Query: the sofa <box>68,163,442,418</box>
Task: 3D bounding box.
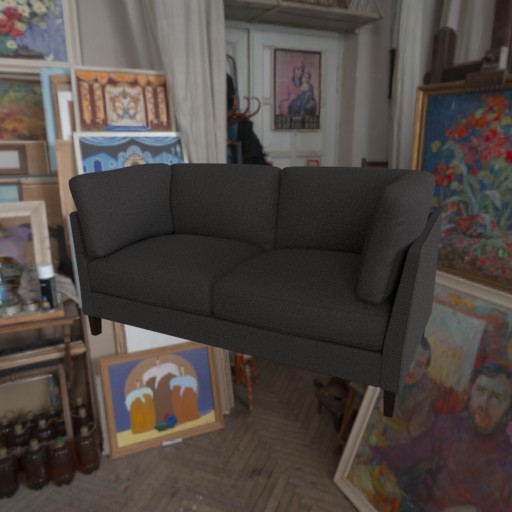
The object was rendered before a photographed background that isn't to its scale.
[{"bbox_3d":[0.000,0.000,2.347,1.751,0.920,0.969,8,16,27],"label":"sofa"}]
